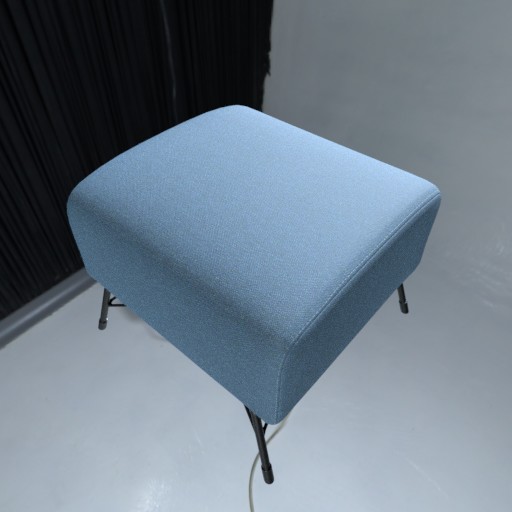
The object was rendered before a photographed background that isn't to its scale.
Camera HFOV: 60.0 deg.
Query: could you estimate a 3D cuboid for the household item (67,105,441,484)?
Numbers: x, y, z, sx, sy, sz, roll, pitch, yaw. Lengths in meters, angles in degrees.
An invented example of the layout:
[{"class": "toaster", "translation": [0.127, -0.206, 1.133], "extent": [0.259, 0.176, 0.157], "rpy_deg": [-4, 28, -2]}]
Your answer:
[{"class": "household item", "translation": [0.000, 0.000, 0.910], "extent": [0.530, 0.420, 0.530], "rpy_deg": [32, 53, 28]}]
